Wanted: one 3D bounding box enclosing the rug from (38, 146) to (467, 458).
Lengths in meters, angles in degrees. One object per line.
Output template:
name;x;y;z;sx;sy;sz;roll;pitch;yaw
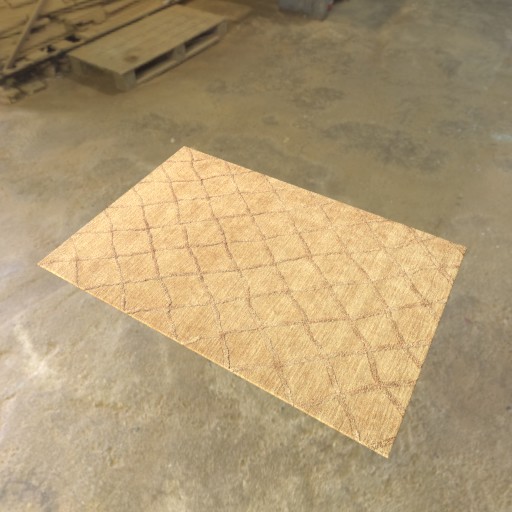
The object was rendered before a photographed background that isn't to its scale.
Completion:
rug;0.000;0.000;2.839;2.292;0.014;1.528;24;51;20
